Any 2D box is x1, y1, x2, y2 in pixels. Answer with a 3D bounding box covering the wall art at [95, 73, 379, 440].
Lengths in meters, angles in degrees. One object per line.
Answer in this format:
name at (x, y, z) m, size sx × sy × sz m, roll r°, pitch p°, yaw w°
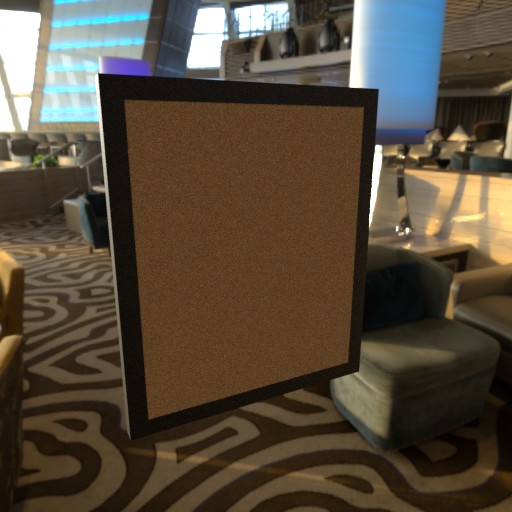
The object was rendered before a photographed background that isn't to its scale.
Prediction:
wall art at (0.000, 0.000, 0.696) m, size 0.432 × 0.508 × 0.025 m, roll -8°, pitch 17°, yaw -26°
